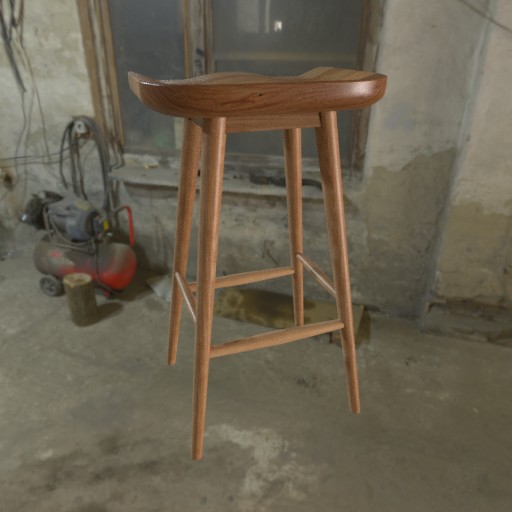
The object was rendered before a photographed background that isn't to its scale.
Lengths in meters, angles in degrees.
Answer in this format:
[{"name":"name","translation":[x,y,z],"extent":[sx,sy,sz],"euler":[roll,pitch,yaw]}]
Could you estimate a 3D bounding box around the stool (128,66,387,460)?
[{"name":"stool","translation":[0.000,0.000,0.915],"extent":[0.407,0.698,0.322],"euler":[-9,28,-17]}]
